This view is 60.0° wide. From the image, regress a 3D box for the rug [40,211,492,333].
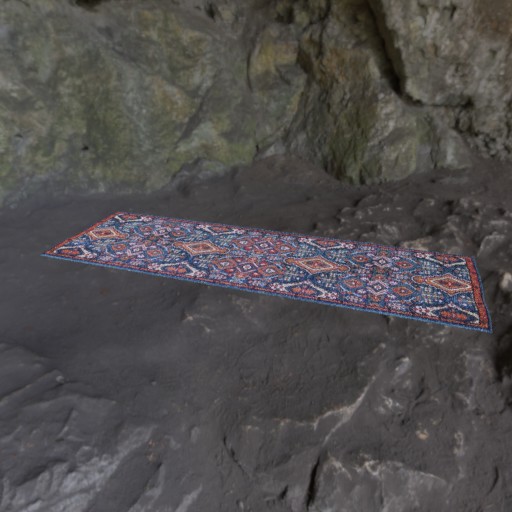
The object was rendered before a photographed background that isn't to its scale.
[{"bbox_3d":[0.000,0.000,2.625,2.459,0.010,0.801,8,27,17],"label":"rug"}]
